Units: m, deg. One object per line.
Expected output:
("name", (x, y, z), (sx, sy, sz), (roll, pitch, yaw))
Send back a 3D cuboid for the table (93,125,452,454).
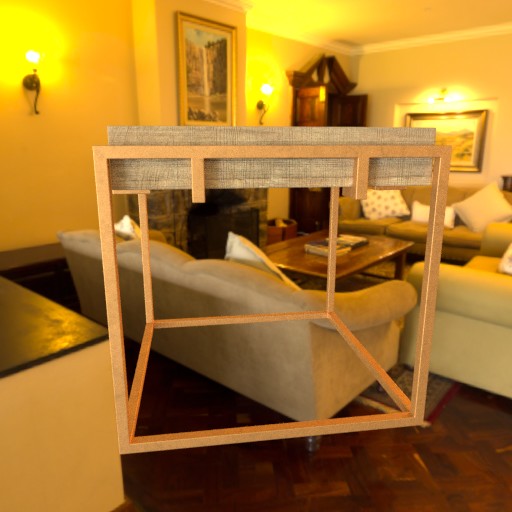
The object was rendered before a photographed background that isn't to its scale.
("table", (0.000, 0.000, 1.077), (0.599, 0.584, 0.599), (-2, 14, -8))
